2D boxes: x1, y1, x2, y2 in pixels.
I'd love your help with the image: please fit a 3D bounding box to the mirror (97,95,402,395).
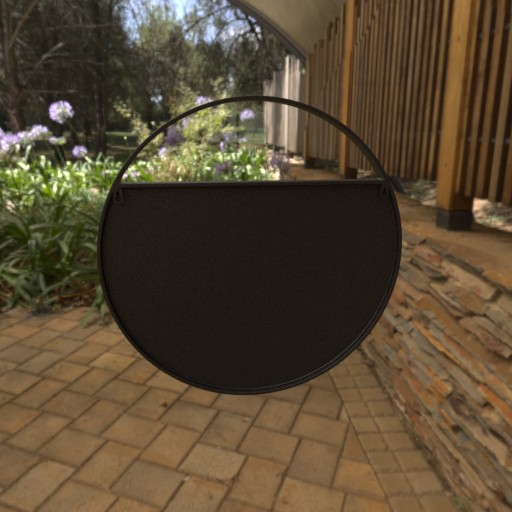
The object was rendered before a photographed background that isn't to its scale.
[{"bbox_3d":[0.000,0.000,0.830,0.565,0.565,0.032,-2,15,-8],"label":"mirror"}]
